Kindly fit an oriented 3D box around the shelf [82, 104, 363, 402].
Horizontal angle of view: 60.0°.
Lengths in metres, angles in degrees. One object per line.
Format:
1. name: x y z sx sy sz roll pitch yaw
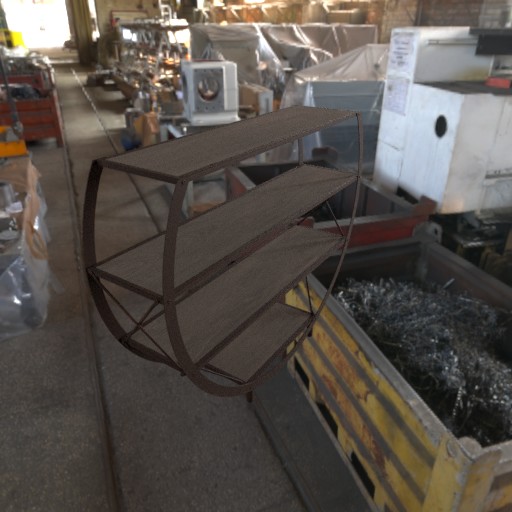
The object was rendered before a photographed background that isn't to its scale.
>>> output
1. shelf: 0.000 0.000 1.908 0.344 1.063 1.403 17 32 30
